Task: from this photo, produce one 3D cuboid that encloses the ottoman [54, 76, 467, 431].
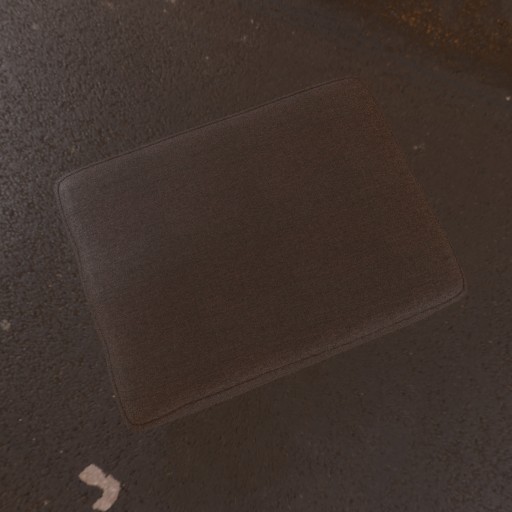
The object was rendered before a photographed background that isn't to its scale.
[{"bbox_3d":[0.000,0.000,1.200,0.826,0.496,0.639,-21,77,-5],"label":"ottoman"}]
